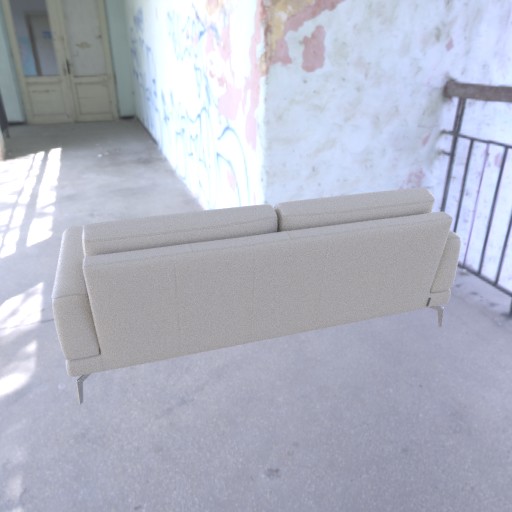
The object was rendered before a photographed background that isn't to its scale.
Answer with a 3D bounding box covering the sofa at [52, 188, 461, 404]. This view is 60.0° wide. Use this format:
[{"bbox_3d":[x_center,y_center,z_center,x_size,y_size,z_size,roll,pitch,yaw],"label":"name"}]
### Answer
[{"bbox_3d":[0.000,0.000,2.369,1.940,0.765,0.974,-8,27,-16],"label":"sofa"}]
